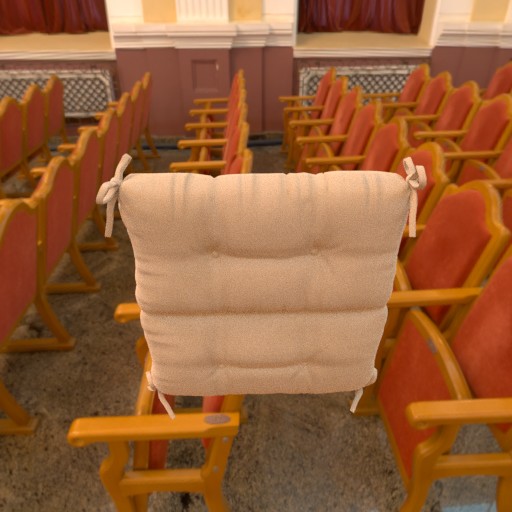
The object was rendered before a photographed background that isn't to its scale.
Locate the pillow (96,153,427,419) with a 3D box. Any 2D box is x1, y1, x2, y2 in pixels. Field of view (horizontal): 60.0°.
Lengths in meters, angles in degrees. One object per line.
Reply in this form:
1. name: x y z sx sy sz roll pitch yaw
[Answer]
1. pillow: 0.000 0.000 1.011 0.519 0.605 0.571 -1 30 -2
